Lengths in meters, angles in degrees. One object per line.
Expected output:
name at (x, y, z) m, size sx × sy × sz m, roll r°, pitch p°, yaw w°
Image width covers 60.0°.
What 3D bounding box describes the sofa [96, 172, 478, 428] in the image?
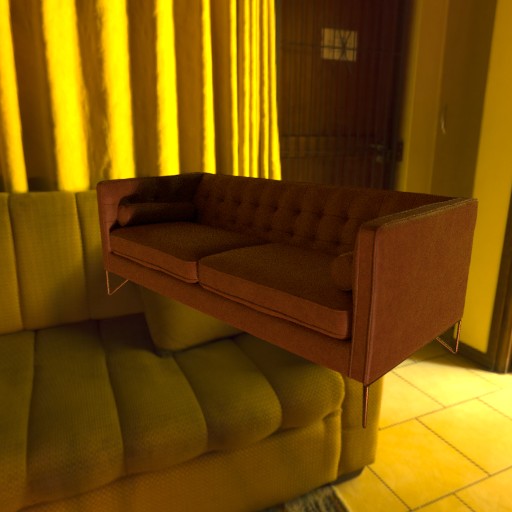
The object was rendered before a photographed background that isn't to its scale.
sofa at (0.000, 0.000, 2.563) m, size 0.912 × 0.798 × 2.079 m, roll -15°, pitch 21°, yaw -43°
